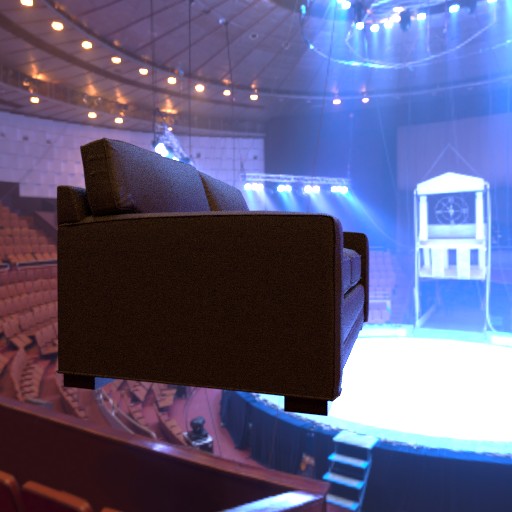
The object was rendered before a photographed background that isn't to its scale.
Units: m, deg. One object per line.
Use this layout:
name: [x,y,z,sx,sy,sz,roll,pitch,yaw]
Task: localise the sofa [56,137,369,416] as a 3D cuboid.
sofa: [0.000,0.000,2.108,0.974,0.887,1.534,0,1,17]
